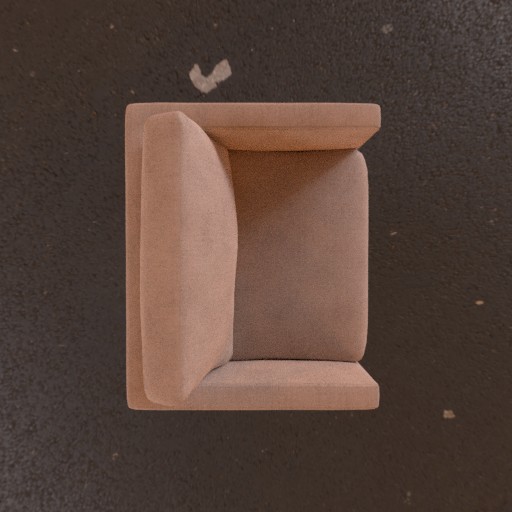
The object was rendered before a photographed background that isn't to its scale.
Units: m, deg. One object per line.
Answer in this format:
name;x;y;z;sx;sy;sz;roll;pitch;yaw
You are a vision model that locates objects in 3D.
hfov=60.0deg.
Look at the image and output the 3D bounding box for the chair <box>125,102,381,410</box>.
chair;0.000;0.000;1.870;0.959;0.961;1.133;0;91;0
